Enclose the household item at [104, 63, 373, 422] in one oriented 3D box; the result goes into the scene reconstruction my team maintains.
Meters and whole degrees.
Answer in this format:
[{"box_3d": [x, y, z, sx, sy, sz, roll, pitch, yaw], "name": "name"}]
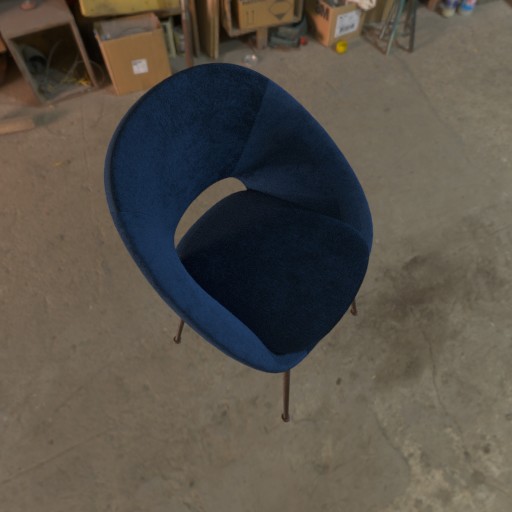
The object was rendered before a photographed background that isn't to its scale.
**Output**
[{"box_3d": [0.000, 0.000, 1.219, 0.573, 0.852, 0.623, 31, 62, 18], "name": "household item"}]
